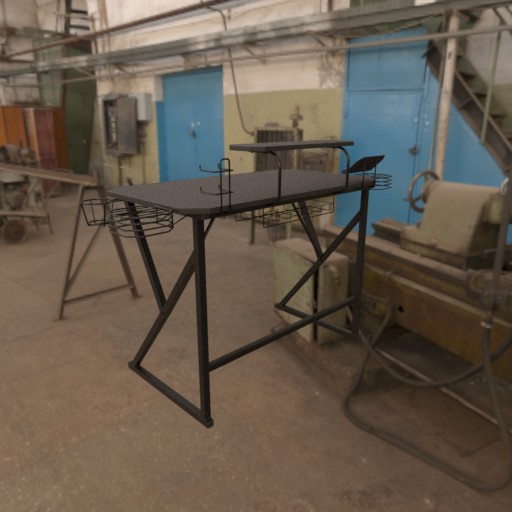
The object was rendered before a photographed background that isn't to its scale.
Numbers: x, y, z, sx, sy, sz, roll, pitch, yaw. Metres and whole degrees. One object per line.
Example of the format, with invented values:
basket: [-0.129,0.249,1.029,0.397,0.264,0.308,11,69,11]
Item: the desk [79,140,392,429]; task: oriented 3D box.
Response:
desk: [0.000,0.000,1.750,1.290,0.880,0.580,-16,23,-42]
